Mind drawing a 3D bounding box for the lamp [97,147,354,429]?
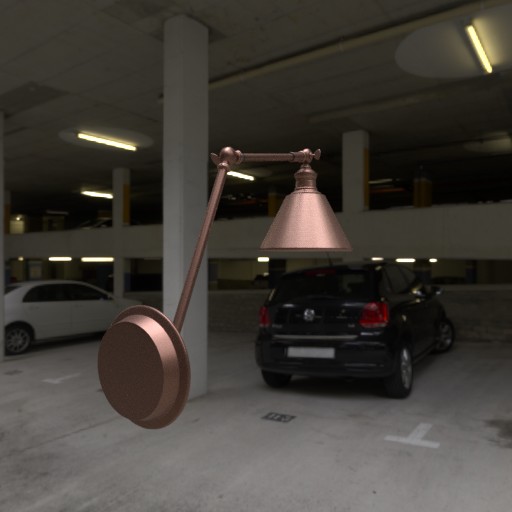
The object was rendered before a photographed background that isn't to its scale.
[{"bbox_3d":[0.000,0.000,0.880,0.223,0.502,0.624,0,0,35],"label":"lamp"}]
